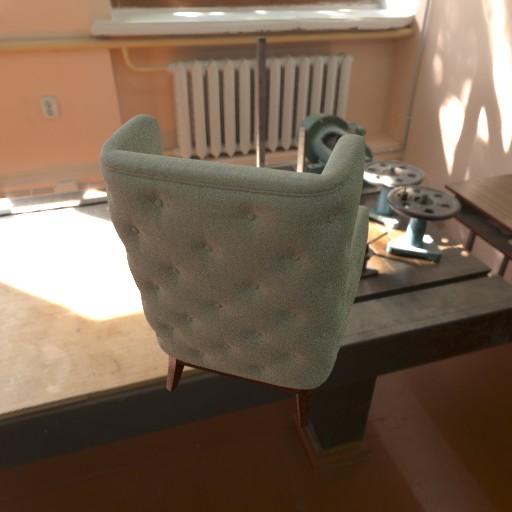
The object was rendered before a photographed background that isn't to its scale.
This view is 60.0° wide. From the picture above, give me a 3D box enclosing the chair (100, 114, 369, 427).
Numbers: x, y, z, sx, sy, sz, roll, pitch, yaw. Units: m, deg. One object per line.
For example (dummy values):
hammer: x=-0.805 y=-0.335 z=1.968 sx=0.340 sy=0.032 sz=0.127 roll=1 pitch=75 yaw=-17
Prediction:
chair: x=0.000 y=0.000 z=1.684 sx=0.778 sy=1.079 sz=0.899 roll=10 pitch=34 yaw=15
